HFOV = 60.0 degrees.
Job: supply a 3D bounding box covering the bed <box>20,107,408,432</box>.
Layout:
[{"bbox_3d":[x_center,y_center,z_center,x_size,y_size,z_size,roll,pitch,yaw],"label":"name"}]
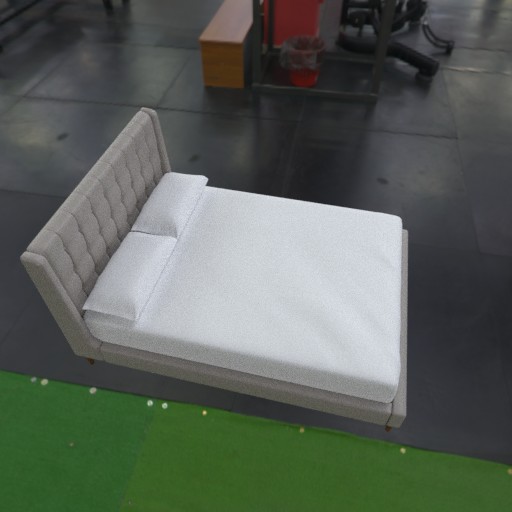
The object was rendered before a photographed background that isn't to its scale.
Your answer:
[{"bbox_3d":[0.000,0.000,3.154,2.232,1.147,1.656,10,48,9],"label":"bed"}]
